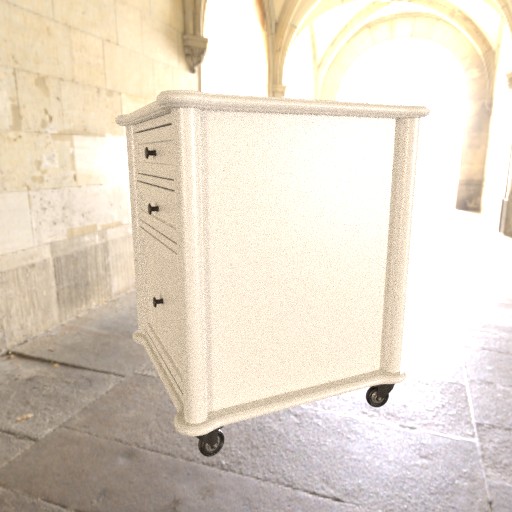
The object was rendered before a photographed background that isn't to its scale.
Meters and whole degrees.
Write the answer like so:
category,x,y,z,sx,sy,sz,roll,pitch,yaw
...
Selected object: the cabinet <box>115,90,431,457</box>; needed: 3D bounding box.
category,x,y,z,sx,sy,sz,roll,pitch,yaw
cabinet,0.000,0.000,1.222,0.627,0.761,0.628,-6,14,-24
